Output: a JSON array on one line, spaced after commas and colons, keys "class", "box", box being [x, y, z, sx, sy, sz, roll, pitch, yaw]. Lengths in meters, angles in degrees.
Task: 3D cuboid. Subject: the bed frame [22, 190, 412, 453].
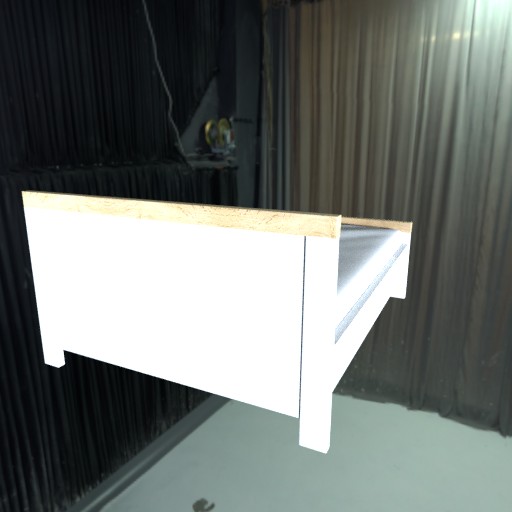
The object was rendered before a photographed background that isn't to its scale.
[{"class": "bed frame", "box": [0.000, 0.000, 2.927, 1.670, 0.980, 2.050, 7, 17, 26]}]
